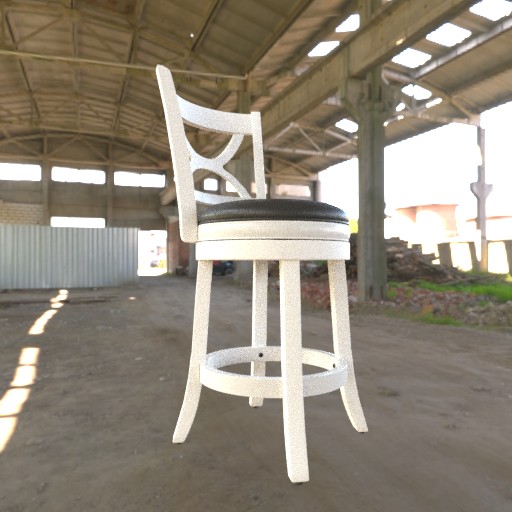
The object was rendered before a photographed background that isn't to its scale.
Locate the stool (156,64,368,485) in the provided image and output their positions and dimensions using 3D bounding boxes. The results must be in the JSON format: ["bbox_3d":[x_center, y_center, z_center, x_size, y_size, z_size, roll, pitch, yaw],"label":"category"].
[{"bbox_3d":[0.000,0.000,1.197,0.508,0.953,0.444,0,-1,35],"label":"stool"}]
